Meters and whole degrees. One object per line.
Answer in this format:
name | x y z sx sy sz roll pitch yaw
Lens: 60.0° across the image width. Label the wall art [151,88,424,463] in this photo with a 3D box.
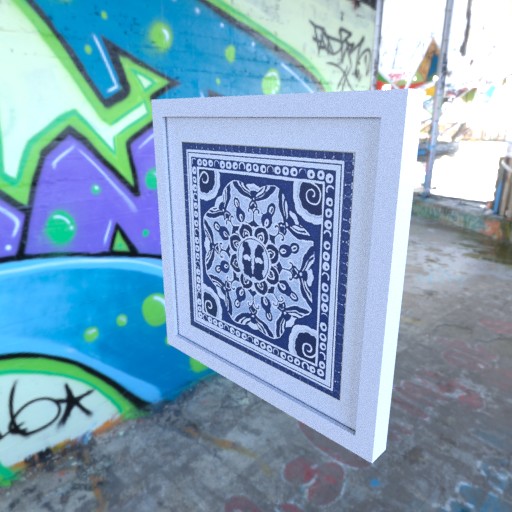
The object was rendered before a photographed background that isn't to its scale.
wall art | 0.000 0.000 0.522 0.355 0.355 0.027 16 24 42
